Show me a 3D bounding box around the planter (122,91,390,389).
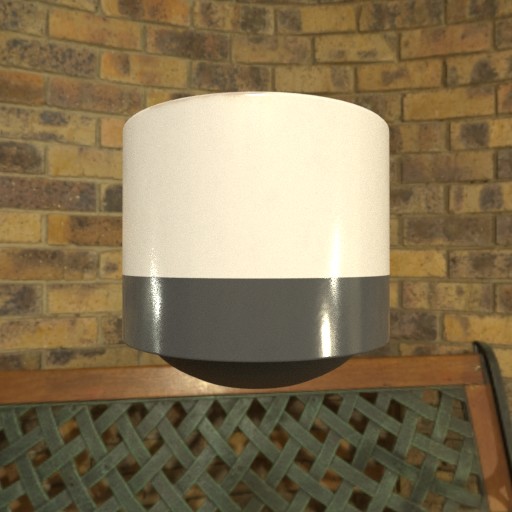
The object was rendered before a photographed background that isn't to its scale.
[{"bbox_3d":[0.000,0.000,0.334,0.193,0.177,0.193,0,-1,0],"label":"planter"}]
